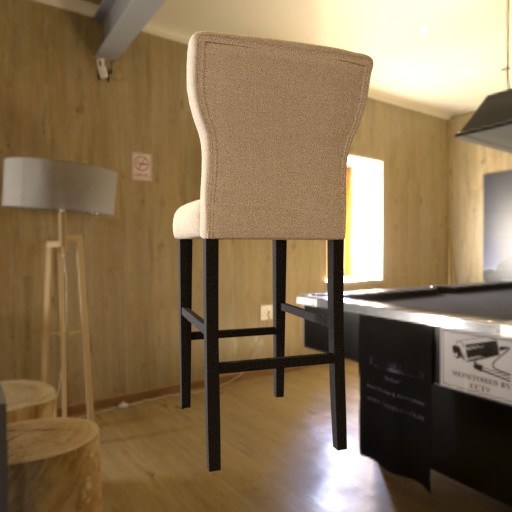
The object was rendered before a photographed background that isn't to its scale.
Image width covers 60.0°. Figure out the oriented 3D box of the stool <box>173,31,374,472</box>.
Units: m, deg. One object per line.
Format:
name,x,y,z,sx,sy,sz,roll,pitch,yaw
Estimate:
stool,0.000,0.000,1.423,0.516,1.124,0.603,0,1,-19
